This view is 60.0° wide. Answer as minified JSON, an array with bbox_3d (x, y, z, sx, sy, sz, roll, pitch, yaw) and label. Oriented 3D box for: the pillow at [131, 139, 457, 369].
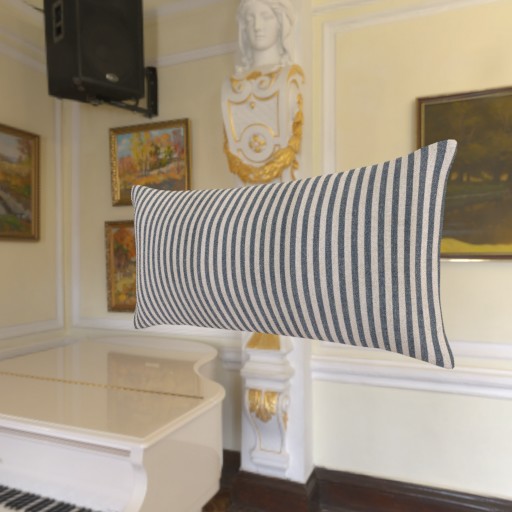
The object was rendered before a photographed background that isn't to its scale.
[{"bbox_3d":[0.000,0.000,0.735,0.617,0.295,0.151,0,-1,34],"label":"pillow"}]
